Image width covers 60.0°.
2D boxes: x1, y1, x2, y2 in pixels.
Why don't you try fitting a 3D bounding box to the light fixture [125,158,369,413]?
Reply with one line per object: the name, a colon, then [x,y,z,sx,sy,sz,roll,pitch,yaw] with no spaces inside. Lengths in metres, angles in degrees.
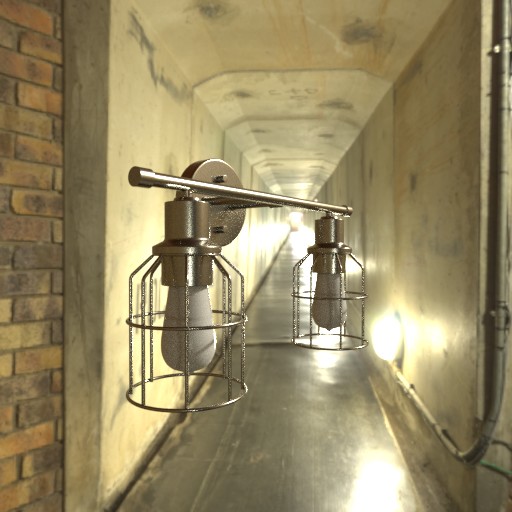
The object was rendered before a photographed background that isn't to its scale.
light fixture: [0.000,0.000,0.548,0.165,0.254,0.406,0,1,37]
